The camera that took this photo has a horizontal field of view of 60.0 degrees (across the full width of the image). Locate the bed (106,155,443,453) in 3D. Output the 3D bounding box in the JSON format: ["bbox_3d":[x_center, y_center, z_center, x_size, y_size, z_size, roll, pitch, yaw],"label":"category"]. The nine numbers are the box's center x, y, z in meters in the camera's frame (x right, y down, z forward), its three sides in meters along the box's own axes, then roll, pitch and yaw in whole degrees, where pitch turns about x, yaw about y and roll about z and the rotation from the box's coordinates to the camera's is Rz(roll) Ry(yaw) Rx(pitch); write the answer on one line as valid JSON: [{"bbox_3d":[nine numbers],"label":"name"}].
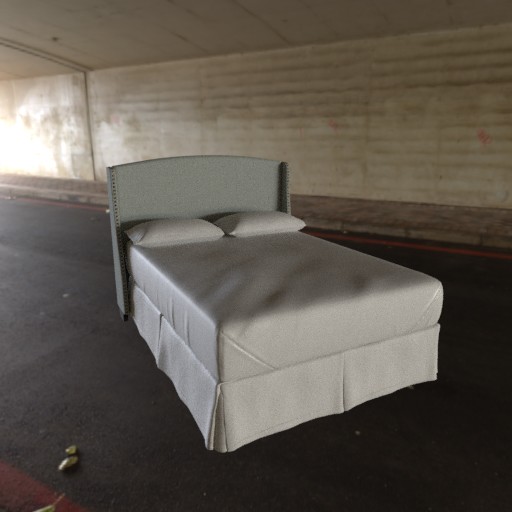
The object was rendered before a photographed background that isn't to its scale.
[{"bbox_3d":[0.000,0.000,3.346,1.710,1.407,2.237,-8,17,-27],"label":"bed"}]
